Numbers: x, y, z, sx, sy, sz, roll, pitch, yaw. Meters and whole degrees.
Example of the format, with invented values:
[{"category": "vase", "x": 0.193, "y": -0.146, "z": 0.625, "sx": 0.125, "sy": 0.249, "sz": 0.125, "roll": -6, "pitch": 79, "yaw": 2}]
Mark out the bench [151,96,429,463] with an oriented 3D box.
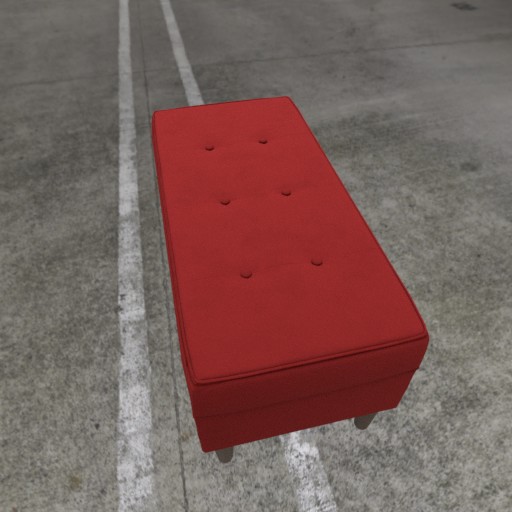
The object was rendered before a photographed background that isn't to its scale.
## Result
[{"category": "bench", "x": 0.000, "y": 0.000, "z": 1.311, "sx": 0.492, "sy": 0.471, "sz": 1.016, "roll": -10, "pitch": 47, "yaw": -9}]
